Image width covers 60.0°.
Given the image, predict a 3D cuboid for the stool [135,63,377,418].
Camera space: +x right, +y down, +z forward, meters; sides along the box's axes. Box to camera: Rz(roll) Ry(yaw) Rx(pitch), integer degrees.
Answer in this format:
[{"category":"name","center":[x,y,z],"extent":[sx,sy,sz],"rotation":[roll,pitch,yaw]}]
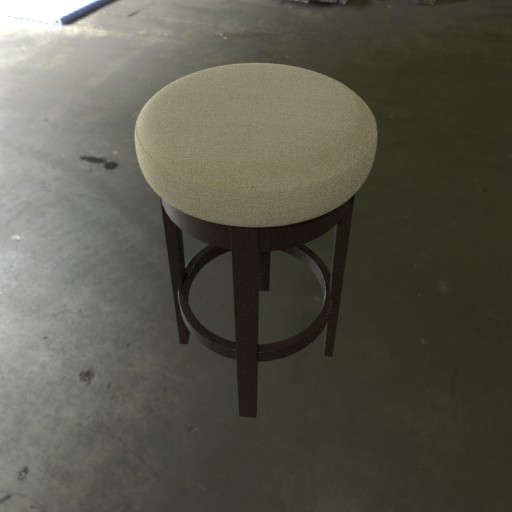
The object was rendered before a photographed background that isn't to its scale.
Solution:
[{"category":"stool","center":[0.000,0.000,1.033],"extent":[0.446,0.758,0.446],"rotation":[0,46,0]}]
